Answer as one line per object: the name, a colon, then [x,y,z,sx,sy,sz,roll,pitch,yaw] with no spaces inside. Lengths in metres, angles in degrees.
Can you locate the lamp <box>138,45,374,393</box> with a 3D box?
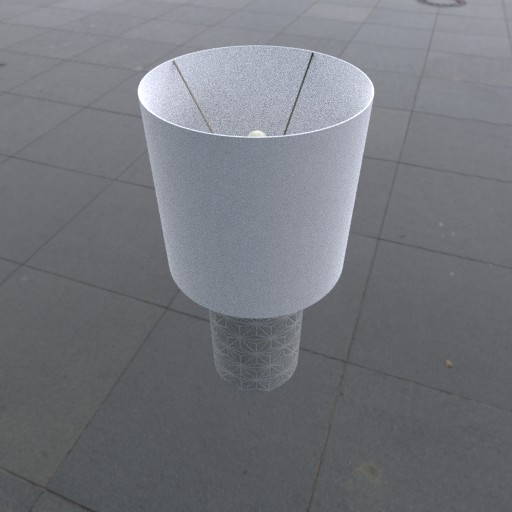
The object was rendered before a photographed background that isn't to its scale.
lamp: [0.000,0.000,0.533,0.206,0.416,0.206,26,48,25]
